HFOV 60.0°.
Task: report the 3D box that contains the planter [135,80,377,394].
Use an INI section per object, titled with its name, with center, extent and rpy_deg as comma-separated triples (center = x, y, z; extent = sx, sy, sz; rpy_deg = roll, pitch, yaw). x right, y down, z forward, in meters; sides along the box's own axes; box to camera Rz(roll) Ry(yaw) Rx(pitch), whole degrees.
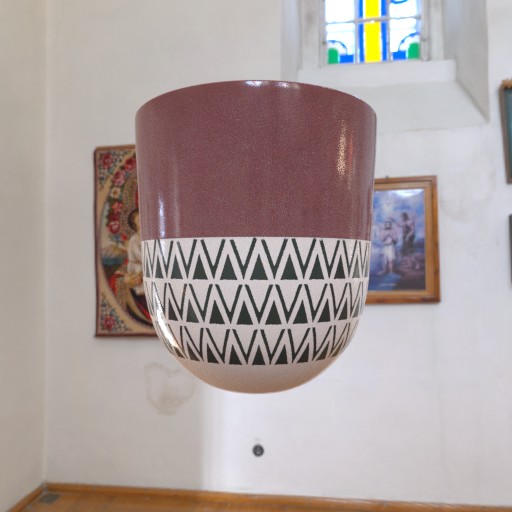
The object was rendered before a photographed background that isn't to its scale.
[planter]
center = 0.000, 0.000, 0.368
extent = 0.195, 0.214, 0.195
rpy_deg = 0, -1, 0
